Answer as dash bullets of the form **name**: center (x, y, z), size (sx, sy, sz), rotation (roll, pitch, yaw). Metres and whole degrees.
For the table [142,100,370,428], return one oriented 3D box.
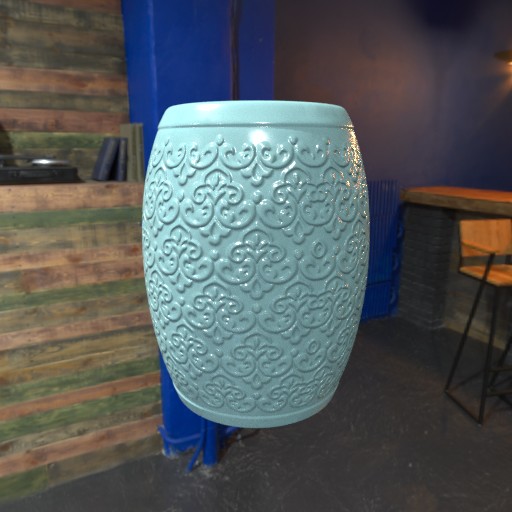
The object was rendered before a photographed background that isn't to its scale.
- **table**: center (0.000, 0.000, 0.626), size (0.309, 0.397, 0.309), rotation (0, 14, 0)
